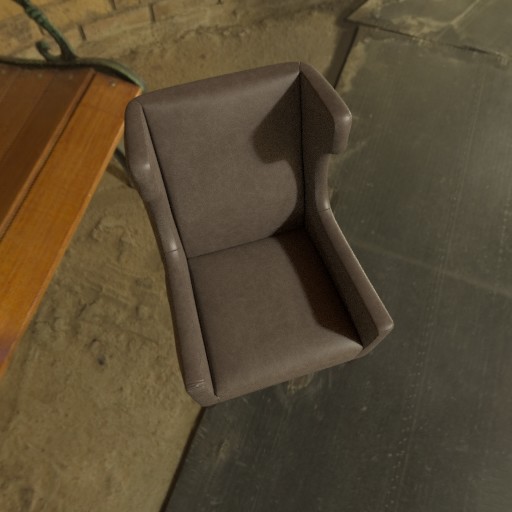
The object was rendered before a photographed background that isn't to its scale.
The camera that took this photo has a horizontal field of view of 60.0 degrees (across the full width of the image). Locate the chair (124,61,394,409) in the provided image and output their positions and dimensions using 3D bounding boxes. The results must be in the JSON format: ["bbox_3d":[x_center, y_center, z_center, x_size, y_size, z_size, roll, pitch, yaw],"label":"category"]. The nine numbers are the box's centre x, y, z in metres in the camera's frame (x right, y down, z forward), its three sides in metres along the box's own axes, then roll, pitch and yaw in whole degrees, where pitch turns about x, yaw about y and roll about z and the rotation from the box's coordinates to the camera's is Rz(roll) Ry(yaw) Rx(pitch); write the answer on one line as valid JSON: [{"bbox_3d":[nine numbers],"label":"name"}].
[{"bbox_3d":[0.000,0.000,1.723,0.769,1.079,0.899,-16,64,-8],"label":"chair"}]
